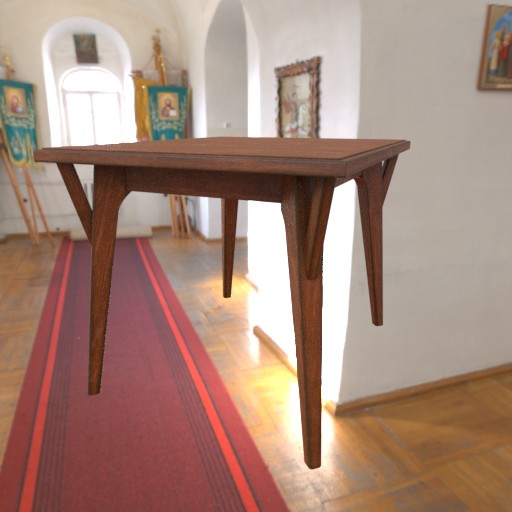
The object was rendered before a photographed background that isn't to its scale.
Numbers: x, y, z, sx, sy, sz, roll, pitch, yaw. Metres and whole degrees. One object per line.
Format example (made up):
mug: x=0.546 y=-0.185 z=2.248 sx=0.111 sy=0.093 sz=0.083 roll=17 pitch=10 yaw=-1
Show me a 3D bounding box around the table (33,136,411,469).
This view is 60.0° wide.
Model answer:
table: x=0.000 y=0.000 z=1.539 sx=0.838 sy=0.761 sz=0.991 roll=8 pitch=19 yaw=24
